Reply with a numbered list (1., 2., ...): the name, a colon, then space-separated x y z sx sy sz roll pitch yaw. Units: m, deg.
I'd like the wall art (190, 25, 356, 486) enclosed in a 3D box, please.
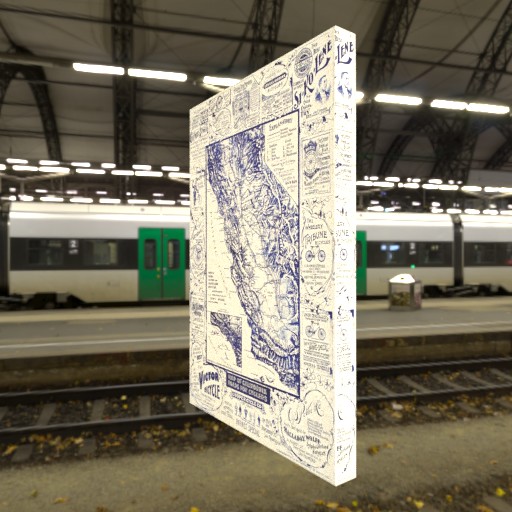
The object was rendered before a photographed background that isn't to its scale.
1. wall art: 0.000 0.000 0.471 0.025 0.376 0.255 0 0 -36
